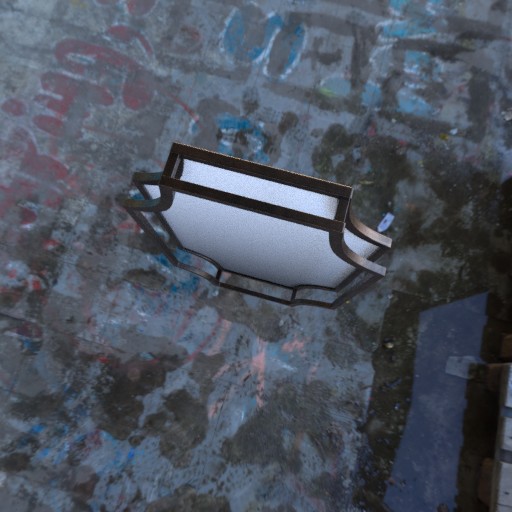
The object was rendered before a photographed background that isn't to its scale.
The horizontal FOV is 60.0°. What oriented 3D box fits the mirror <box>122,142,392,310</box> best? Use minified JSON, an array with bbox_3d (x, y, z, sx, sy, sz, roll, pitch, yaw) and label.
[{"bbox_3d":[0.000,0.000,0.994,0.462,0.811,0.066,15,77,4],"label":"mirror"}]
